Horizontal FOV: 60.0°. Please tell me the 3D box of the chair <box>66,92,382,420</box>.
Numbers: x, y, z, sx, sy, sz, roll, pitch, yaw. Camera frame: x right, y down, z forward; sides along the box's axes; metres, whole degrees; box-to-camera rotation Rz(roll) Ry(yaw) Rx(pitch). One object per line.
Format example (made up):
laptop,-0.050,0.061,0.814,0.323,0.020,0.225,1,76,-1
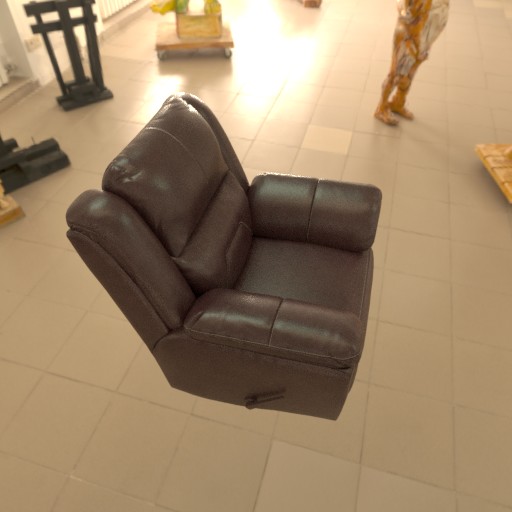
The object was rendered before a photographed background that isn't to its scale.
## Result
chair,0.000,0.000,1.906,1.041,1.093,0.990,11,47,11
